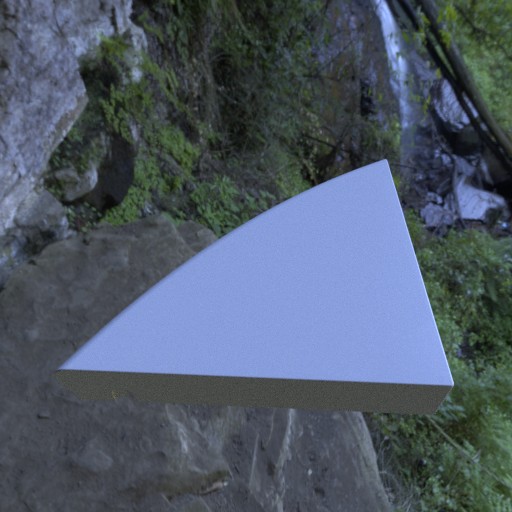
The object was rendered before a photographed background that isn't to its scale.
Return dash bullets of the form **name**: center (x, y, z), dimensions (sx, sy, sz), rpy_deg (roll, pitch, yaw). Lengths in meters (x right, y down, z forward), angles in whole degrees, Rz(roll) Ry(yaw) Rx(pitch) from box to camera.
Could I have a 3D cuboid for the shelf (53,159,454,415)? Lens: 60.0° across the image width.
- **shelf**: center (0.000, 0.000, 0.461), dimensions (0.310, 0.050, 0.310), rpy_deg (1, 46, 1)
